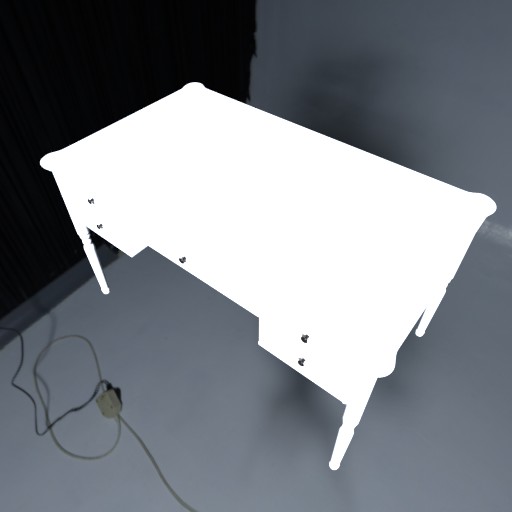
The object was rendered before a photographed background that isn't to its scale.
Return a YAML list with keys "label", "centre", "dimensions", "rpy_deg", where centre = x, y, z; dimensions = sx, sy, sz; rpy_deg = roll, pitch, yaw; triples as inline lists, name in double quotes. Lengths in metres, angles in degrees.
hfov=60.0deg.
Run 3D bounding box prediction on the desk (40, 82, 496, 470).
- label: "desk"
  centre: [0.000, 0.000, 1.774]
  dimensions: [1.380, 0.762, 0.807]
  rpy_deg: [30, 53, 25]
